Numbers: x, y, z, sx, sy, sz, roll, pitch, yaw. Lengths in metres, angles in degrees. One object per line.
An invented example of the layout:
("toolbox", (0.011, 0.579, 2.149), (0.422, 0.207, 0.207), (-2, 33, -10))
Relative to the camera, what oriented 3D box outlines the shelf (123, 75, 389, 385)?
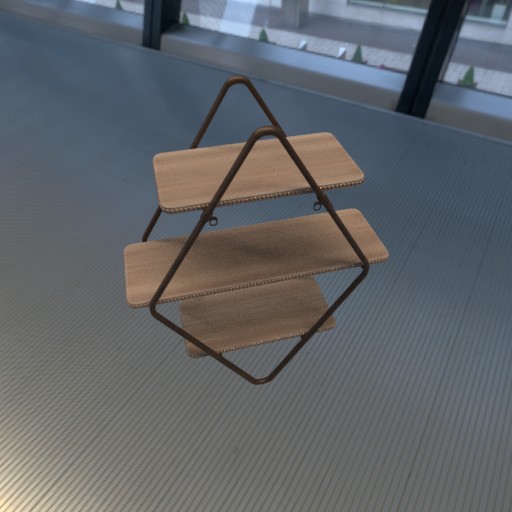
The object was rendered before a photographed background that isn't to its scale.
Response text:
("shelf", (0.000, 0.000, 1.057), (0.609, 0.774, 0.234), (-10, 44, -10))
